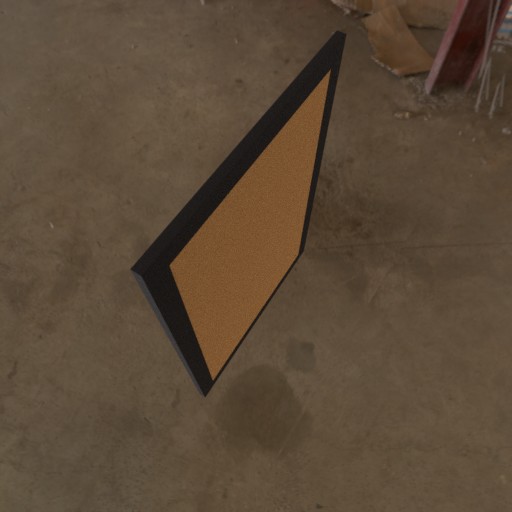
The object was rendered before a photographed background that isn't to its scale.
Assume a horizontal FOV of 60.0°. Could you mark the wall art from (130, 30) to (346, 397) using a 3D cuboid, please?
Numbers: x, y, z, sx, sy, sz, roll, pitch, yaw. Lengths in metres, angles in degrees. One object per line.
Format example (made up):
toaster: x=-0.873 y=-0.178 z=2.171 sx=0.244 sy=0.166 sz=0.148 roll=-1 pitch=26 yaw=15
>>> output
wall art: x=0.000 y=0.000 z=0.688 sx=0.013 sy=0.534 sz=0.380 roll=29 pitch=66 yaw=15
